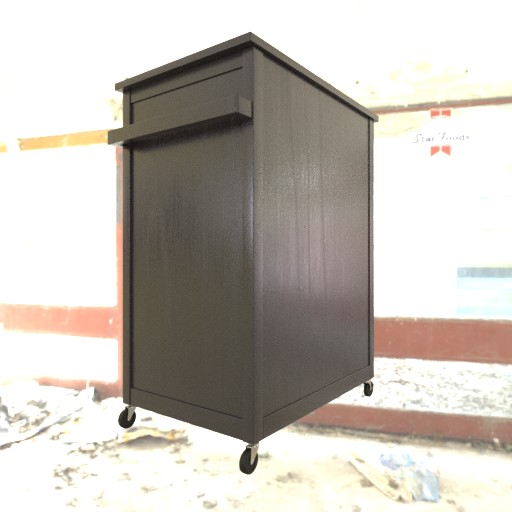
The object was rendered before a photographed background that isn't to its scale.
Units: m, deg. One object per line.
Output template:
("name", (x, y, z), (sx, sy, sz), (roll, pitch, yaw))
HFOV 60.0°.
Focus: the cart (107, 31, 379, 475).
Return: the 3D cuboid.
("cart", (0.000, 0.000, 1.252), (0.449, 0.878, 0.690), (0, 0, 37))
